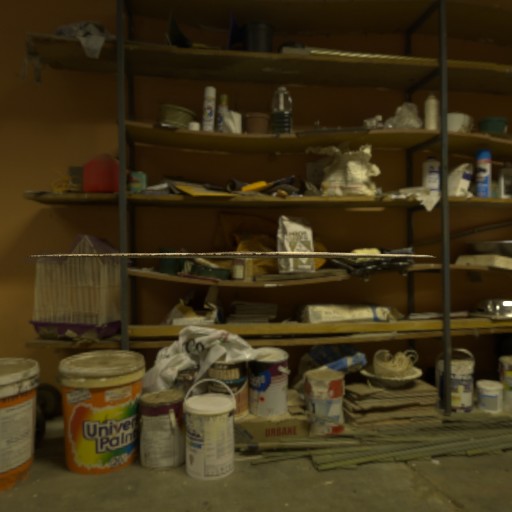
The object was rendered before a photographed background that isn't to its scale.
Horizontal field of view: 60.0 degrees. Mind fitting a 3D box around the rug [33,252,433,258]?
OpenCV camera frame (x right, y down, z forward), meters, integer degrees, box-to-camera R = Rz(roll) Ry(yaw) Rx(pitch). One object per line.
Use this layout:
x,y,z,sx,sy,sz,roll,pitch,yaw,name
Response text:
0.000,0.000,4.129,2.426,0.034,3.061,0,-1,37,rug
